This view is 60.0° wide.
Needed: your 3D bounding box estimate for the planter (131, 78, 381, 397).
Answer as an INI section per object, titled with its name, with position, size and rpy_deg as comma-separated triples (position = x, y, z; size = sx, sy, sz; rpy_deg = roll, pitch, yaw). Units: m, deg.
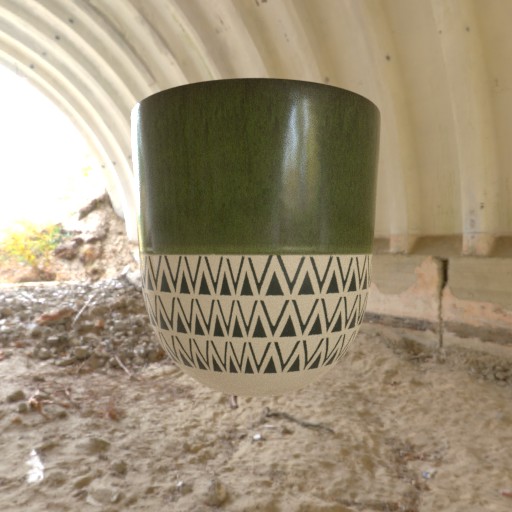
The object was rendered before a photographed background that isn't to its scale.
[planter]
position = 0.000, 0.000, 0.454
size = 0.245, 0.270, 0.245
rpy_deg = 0, 1, 0
